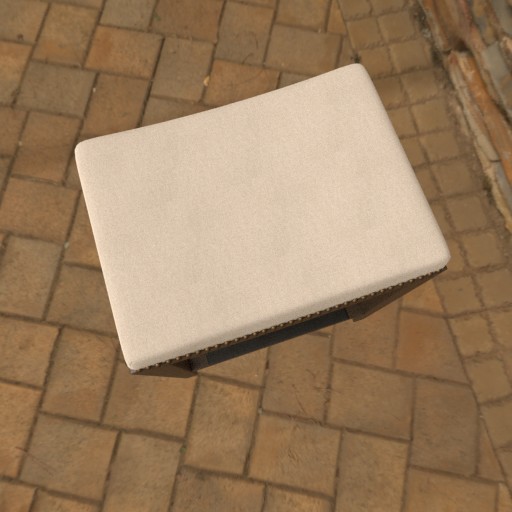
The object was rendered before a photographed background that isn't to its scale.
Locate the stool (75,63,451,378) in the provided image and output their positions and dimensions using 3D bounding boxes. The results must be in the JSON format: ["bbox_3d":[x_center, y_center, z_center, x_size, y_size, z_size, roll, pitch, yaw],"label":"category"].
[{"bbox_3d":[0.000,0.000,0.929,0.500,0.642,0.361,-18,76,-5],"label":"stool"}]
